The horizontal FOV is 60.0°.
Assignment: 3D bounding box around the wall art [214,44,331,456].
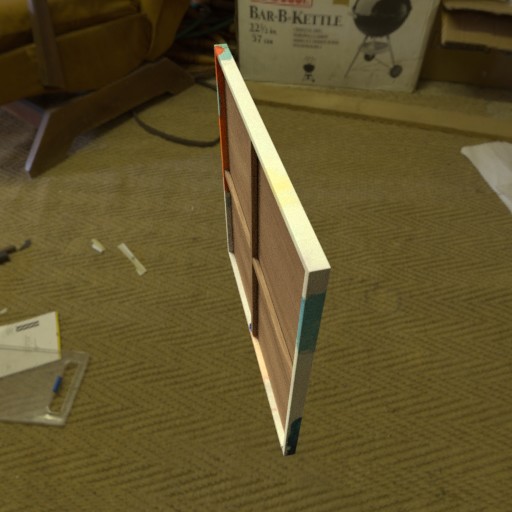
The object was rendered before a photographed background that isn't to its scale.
[{"bbox_3d":[0.000,0.000,1.525,0.044,1.017,1.017,-10,49,-9],"label":"wall art"}]
